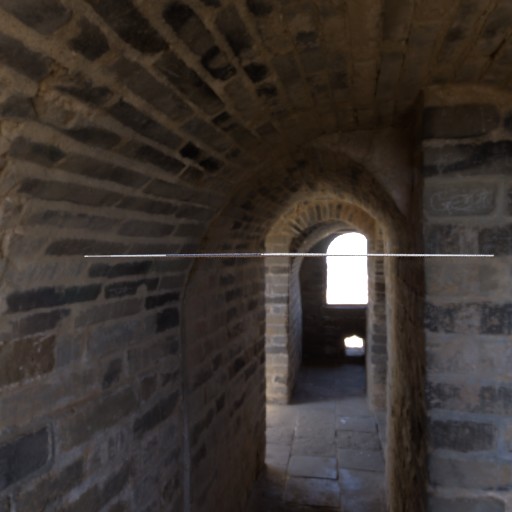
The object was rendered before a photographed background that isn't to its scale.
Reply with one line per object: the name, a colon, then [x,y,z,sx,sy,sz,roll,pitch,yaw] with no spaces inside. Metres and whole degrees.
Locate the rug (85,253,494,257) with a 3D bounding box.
rug: [0.000,0.000,2.290,1.220,0.005,1.828,0,0,-37]
